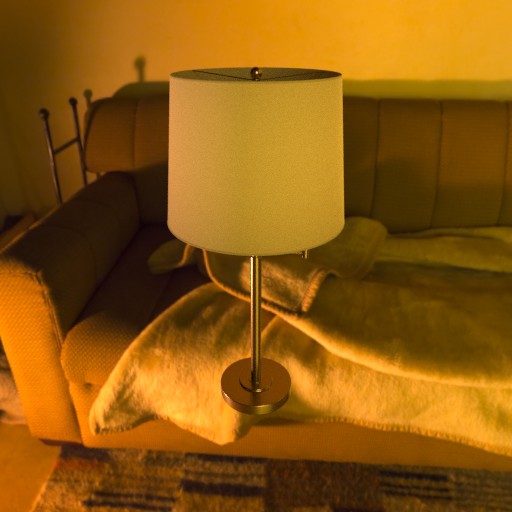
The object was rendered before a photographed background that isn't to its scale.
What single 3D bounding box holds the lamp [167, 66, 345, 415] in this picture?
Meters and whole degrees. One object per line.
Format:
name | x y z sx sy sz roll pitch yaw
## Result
lamp | 0.000 0.000 0.884 0.333 0.696 0.333 0 27 0
